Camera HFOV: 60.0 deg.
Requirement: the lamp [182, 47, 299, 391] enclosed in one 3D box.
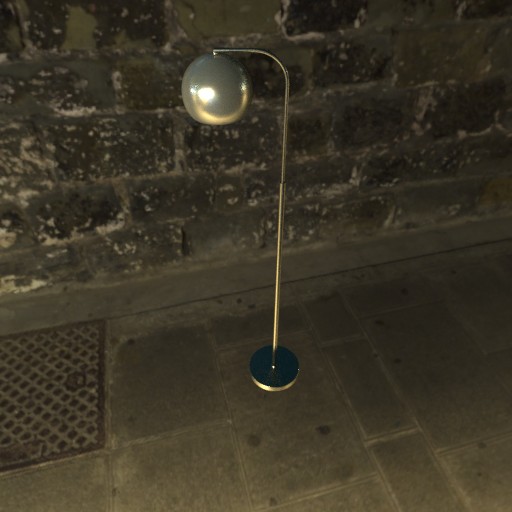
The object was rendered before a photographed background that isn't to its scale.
[{"bbox_3d":[0.000,0.000,1.719,0.431,1.526,0.250,0,42,0],"label":"lamp"}]
